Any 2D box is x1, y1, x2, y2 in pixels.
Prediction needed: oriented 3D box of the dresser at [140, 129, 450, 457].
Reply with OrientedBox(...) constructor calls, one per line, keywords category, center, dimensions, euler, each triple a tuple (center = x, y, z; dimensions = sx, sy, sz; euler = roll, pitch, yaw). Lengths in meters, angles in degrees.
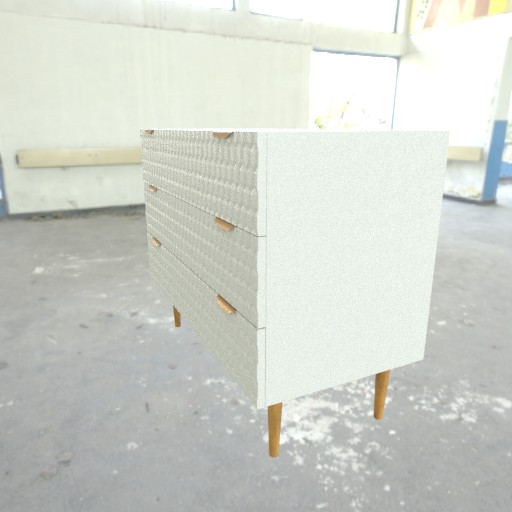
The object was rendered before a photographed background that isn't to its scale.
OrientedBox(category="dresser", center=(0.000, 0.000, 1.316), dimensions=(0.457, 0.721, 0.905), euler=(-8, 18, -25))
